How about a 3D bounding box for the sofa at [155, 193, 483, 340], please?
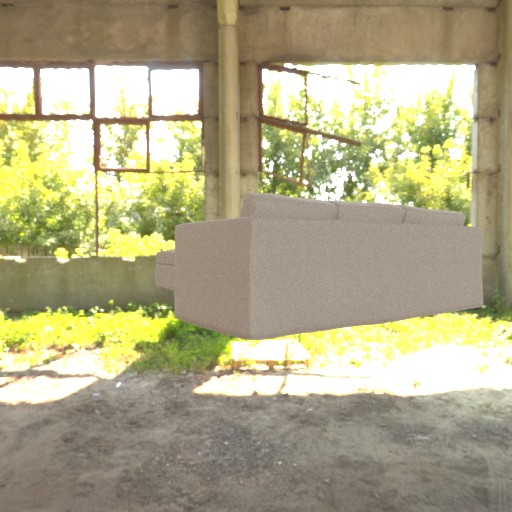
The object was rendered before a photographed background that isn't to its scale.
[{"bbox_3d":[0.000,0.000,4.565,2.476,0.878,3.528,-1,2,-34],"label":"sofa"}]
